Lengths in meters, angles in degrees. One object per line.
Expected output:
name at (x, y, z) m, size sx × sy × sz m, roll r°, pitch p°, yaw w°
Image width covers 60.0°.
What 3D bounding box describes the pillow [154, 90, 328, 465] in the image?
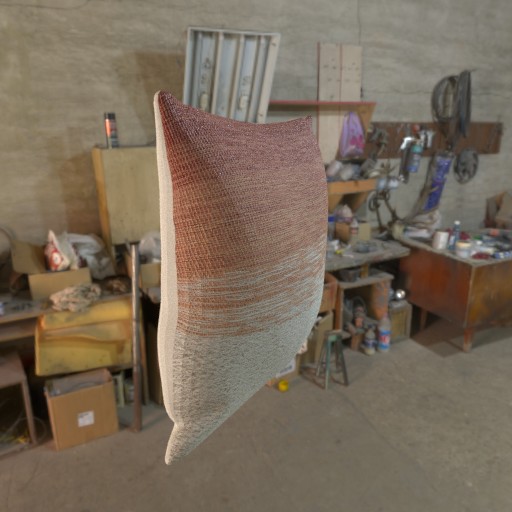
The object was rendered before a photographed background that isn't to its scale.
pillow at (0.000, 0.000, 0.676) m, size 0.182 × 0.441 × 0.440 m, roll 8°, pitch 17°, yaw 27°
